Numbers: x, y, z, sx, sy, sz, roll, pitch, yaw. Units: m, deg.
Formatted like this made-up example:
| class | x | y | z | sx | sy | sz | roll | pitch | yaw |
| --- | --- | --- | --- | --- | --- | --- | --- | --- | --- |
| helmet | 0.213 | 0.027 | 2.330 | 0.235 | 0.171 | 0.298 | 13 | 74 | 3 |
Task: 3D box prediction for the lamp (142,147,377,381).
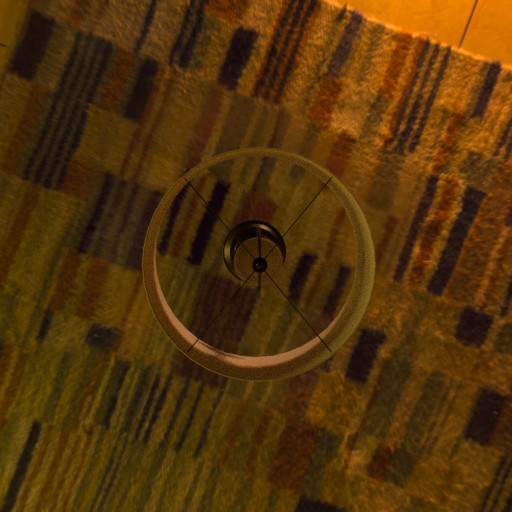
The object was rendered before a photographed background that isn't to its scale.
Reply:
| class | x | y | z | sx | sy | sz | roll | pitch | yaw |
| --- | --- | --- | --- | --- | --- | --- | --- | --- | --- |
| lamp | 0.000 | 0.000 | 0.773 | 0.331 | 0.594 | 0.331 | 0 | 92 | -1 |
